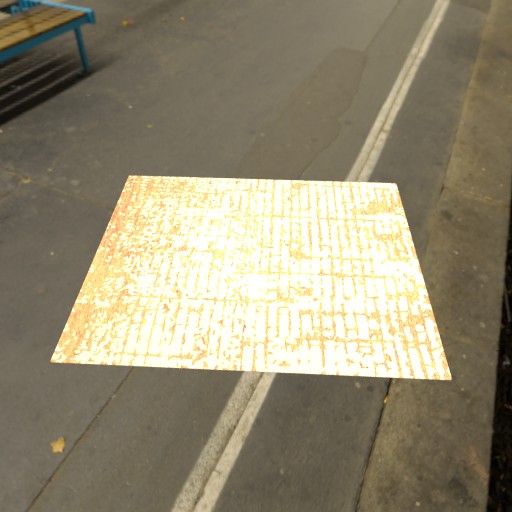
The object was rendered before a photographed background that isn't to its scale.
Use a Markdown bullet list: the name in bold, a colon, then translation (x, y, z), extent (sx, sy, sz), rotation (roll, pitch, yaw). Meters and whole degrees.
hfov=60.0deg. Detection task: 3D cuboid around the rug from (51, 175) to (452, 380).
- **rug**: translation (0.000, 0.000, 4.210), extent (3.050, 0.011, 2.441), rotation (2, 46, 2)
